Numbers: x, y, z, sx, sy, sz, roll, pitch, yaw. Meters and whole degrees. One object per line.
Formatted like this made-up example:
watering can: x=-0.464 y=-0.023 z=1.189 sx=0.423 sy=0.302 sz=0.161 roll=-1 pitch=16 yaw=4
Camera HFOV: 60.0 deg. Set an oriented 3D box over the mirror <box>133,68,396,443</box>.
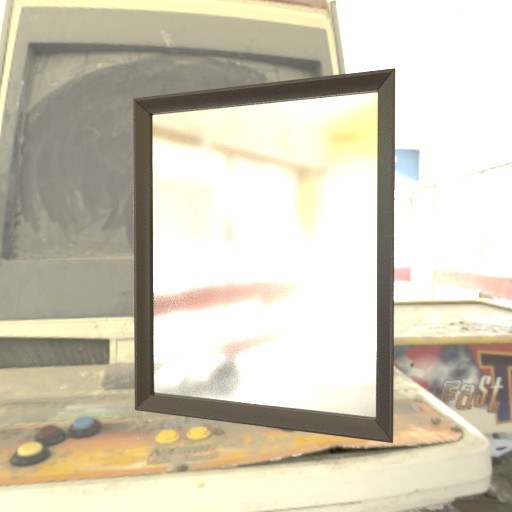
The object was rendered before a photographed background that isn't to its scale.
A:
mirror: x=0.000 y=0.000 z=0.680 sx=0.406 sy=0.509 sz=0.041 roll=0 pitch=1 yaw=18
